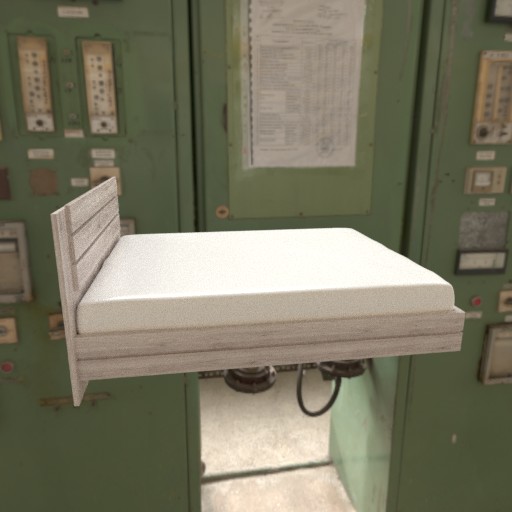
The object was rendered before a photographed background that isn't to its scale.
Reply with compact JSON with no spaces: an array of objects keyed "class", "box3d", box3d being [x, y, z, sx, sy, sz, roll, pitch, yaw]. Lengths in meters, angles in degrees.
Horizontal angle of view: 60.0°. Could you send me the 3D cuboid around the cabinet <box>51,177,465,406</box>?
[{"class":"cabinet","box3d":[0.000,0.000,3.037,2.080,0.970,1.750,-2,15,-9]}]
